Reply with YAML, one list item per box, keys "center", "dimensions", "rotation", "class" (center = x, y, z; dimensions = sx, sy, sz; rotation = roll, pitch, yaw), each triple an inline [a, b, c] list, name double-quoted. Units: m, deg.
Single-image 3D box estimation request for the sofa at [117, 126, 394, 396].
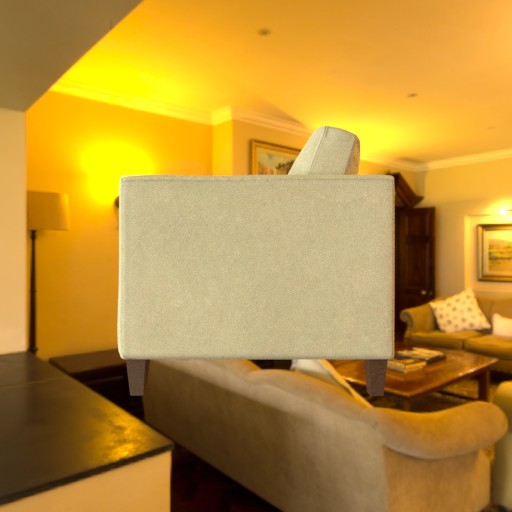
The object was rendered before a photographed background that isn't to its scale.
- center: [0.000, 0.000, 2.365]
  dimensions: [0.950, 0.940, 1.846]
  rotation: [0, 0, 0]
  class: "sofa"
